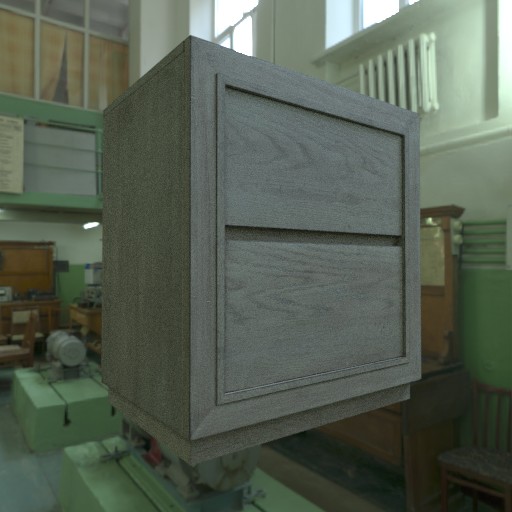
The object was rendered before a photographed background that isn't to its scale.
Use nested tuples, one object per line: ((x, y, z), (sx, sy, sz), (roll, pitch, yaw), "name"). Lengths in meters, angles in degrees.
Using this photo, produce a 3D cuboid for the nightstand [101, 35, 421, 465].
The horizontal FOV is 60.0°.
((0.000, 0.000, 1.054), (0.612, 0.673, 0.483), (1, -1, -37), "nightstand")
